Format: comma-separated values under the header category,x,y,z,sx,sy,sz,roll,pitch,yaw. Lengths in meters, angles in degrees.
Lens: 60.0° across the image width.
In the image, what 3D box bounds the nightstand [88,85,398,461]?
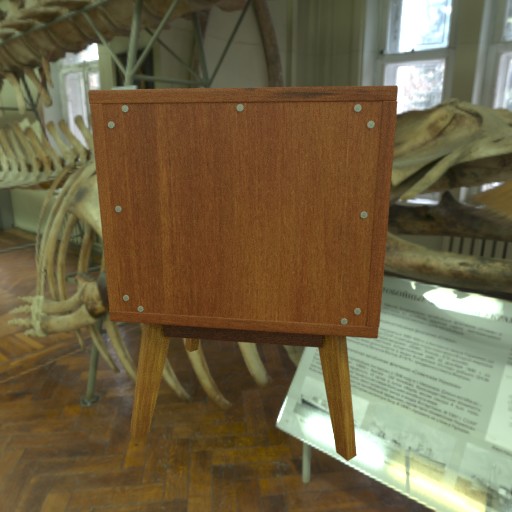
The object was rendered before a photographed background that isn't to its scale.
category,x,y,z,sx,sy,sz,roll,pitch,yaw
nightstand,0.000,0.000,0.918,0.460,0.618,0.411,2,16,8
